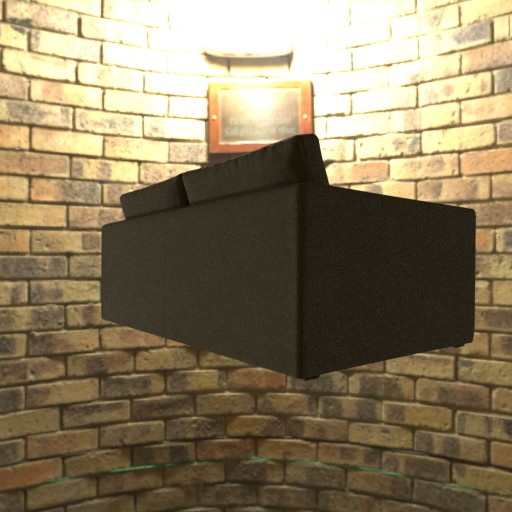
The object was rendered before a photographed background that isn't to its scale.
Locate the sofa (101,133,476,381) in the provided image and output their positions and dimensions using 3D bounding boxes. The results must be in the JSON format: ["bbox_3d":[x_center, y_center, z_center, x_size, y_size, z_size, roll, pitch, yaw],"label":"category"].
[{"bbox_3d":[0.000,0.000,2.443,1.091,0.845,1.909,1,-1,-37],"label":"sofa"}]
